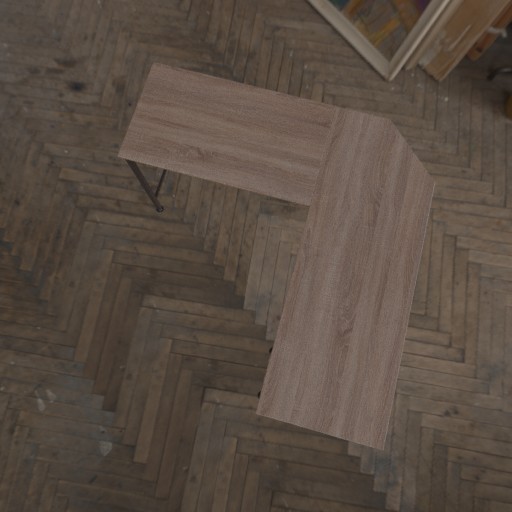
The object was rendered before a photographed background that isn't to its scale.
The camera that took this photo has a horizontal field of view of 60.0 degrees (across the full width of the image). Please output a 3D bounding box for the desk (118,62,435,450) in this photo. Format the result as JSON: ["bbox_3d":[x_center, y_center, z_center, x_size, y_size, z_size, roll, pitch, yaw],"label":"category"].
[{"bbox_3d":[0.000,0.000,2.237,1.379,0.739,1.379,15,77,4],"label":"desk"}]
